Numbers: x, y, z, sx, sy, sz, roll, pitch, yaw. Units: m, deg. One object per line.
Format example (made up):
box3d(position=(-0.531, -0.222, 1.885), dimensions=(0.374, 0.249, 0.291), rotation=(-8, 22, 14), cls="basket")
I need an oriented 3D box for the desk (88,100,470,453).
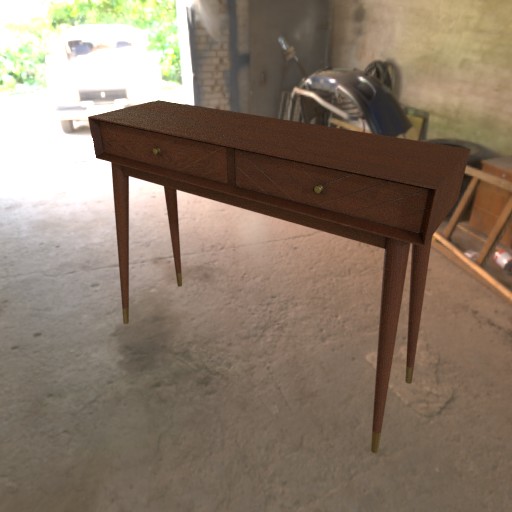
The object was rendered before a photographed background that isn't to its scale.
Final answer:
box3d(position=(0.000, 0.000, 1.630), dimensions=(1.204, 0.917, 0.384), rotation=(19, 35, 29), cls="desk")
